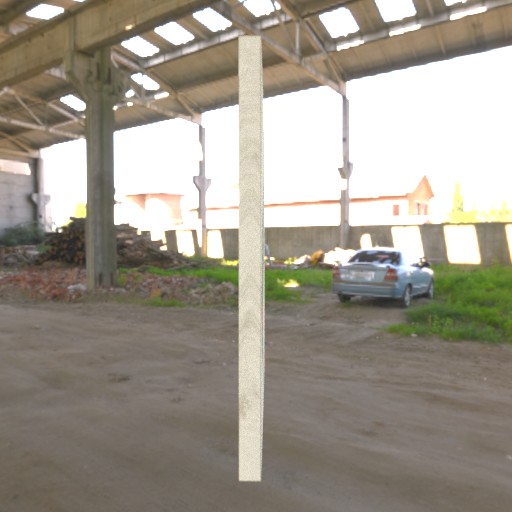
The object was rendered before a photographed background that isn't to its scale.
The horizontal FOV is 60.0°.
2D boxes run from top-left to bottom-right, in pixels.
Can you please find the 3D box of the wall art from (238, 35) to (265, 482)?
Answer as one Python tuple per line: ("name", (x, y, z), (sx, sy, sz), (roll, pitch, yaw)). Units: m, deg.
("wall art", (0.000, 0.000, 1.131), (0.038, 0.757, 0.760), (0, 1, 2))
